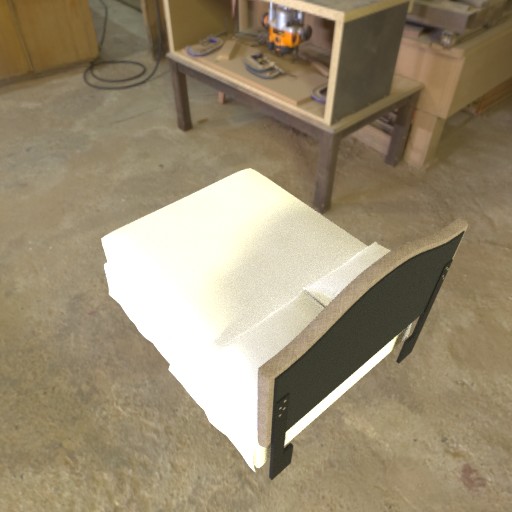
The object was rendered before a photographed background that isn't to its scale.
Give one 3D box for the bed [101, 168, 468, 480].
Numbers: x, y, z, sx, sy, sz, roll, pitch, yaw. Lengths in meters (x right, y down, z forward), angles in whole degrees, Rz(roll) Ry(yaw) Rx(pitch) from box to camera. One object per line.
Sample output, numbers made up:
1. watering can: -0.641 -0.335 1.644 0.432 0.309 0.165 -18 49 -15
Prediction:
1. bed: 0.000 0.000 3.294 1.713 1.518 2.153 -31 53 -27
